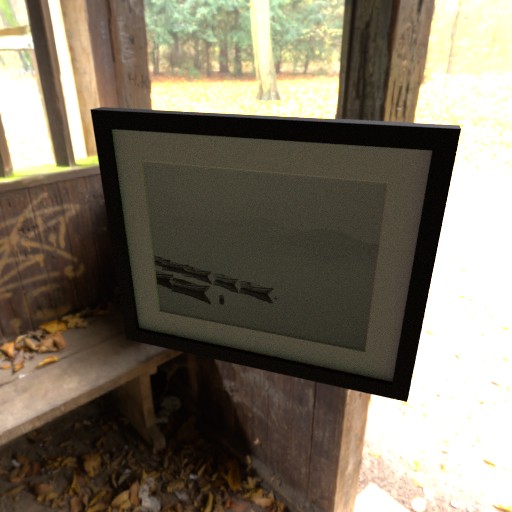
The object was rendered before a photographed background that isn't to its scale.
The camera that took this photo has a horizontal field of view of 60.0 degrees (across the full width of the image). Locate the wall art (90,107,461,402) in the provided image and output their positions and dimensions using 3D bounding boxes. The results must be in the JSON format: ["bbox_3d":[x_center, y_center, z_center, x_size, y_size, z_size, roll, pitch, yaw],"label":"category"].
[{"bbox_3d":[0.000,0.000,0.748,0.554,0.454,0.030,8,27,17],"label":"wall art"}]
